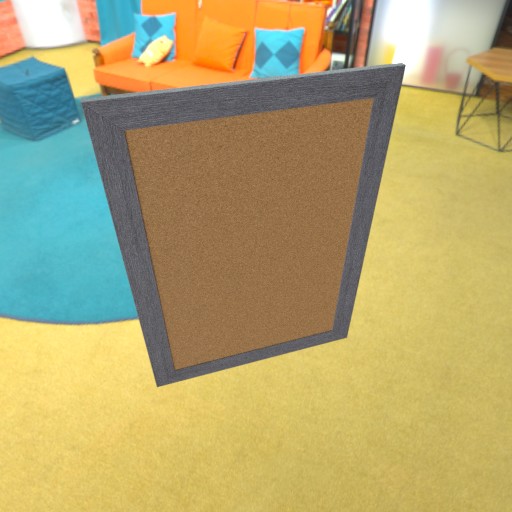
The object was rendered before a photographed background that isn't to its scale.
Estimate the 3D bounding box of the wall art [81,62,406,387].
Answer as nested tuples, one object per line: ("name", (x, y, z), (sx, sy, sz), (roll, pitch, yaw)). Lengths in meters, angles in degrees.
("wall art", (0.000, 0.000, 1.367), (0.768, 1.070, 0.020), (-12, 43, -13))
